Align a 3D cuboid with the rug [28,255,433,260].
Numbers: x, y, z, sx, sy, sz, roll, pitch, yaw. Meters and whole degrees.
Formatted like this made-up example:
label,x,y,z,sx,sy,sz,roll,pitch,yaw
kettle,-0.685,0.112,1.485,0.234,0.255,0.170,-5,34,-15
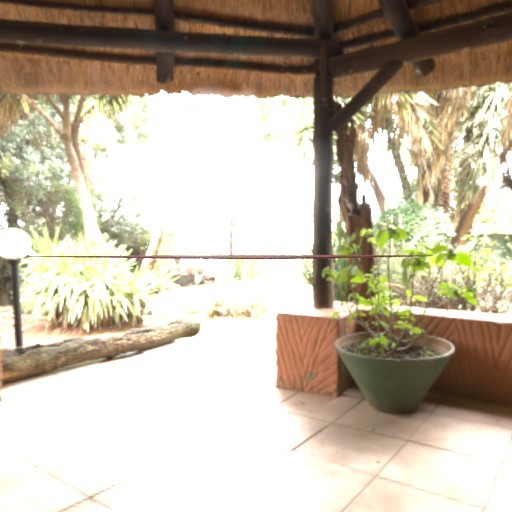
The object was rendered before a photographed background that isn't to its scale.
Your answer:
label,x,y,z,sx,sy,sz,roll,pitch,yaw
rug,0.000,0.000,3.978,2.300,0.012,2.929,0,0,36
